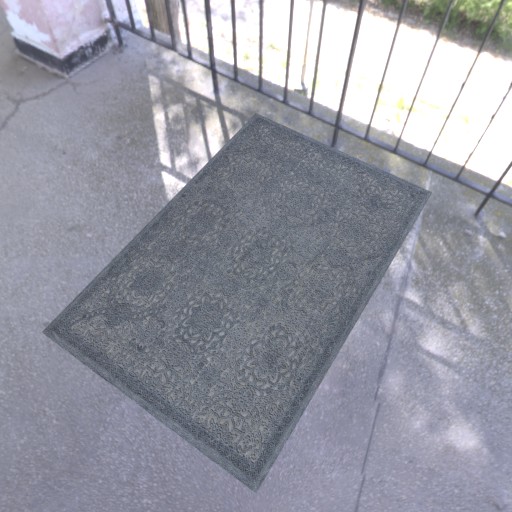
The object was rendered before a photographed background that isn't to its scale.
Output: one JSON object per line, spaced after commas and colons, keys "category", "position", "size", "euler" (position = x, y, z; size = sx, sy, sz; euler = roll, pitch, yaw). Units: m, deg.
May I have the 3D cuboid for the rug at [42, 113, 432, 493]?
{"category": "rug", "position": [0.000, 0.000, 2.307], "size": [1.208, 0.012, 1.819], "euler": [29, 63, 17]}
